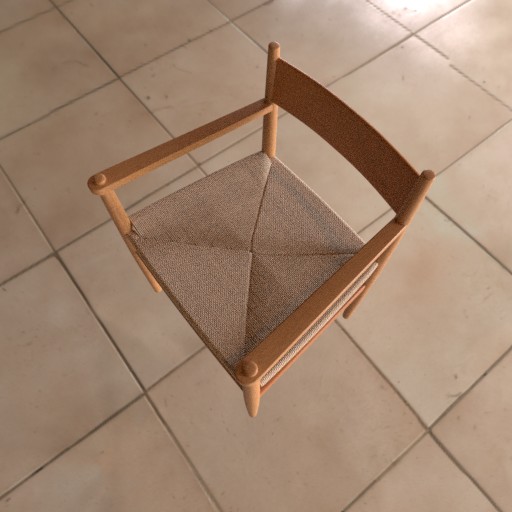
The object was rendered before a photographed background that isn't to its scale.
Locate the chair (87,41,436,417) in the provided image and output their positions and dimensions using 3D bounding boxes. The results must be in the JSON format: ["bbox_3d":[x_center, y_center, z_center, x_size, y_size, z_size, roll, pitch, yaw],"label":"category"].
[{"bbox_3d":[0.000,0.000,1.132,0.495,0.762,0.556,-36,69,-16],"label":"chair"}]
